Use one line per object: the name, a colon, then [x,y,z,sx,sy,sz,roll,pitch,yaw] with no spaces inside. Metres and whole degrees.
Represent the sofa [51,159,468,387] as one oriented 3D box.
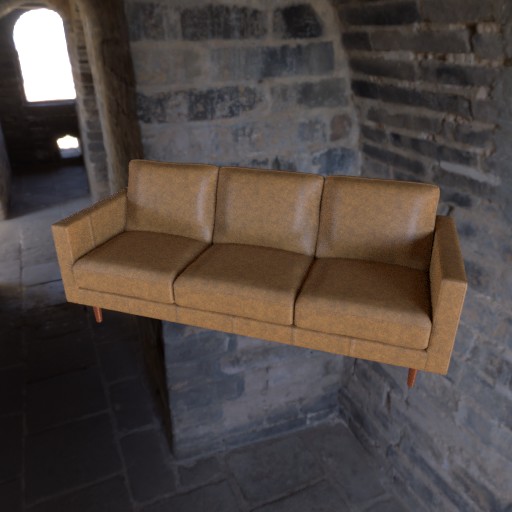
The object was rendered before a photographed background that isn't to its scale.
sofa: [0.000,0.000,2.703,2.231,0.930,0.903,8,27,16]
